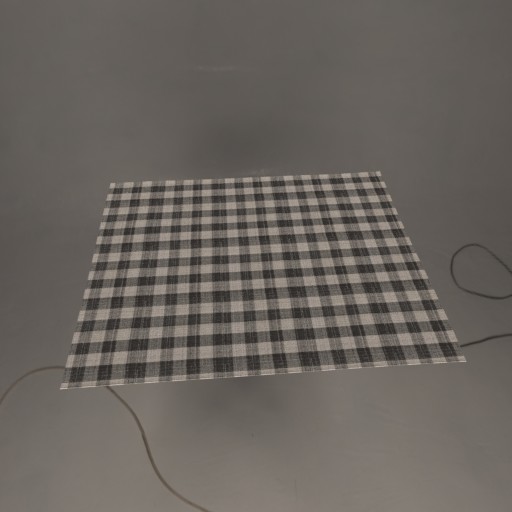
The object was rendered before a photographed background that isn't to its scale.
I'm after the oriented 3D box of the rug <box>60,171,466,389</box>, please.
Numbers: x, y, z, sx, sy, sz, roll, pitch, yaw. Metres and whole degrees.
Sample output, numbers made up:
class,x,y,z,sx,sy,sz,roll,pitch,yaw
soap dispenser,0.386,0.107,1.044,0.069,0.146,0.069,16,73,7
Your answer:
class,x,y,z,sx,sy,sz,roll,pitch,yaw
rug,0.000,0.000,4.110,3.021,0.013,2.432,-3,47,-3
